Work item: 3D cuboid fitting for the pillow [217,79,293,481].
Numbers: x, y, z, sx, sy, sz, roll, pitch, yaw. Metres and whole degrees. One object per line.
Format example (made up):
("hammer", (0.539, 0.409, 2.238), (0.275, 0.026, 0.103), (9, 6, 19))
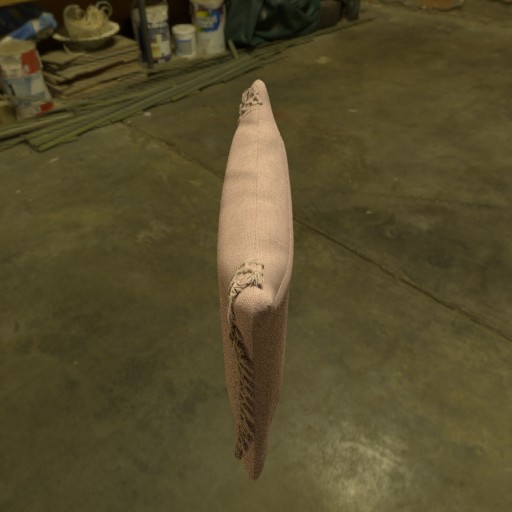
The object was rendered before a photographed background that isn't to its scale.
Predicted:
("pillow", (0.000, 0.000, 0.585), (0.084, 0.305, 0.466), (1, 41, 1))
